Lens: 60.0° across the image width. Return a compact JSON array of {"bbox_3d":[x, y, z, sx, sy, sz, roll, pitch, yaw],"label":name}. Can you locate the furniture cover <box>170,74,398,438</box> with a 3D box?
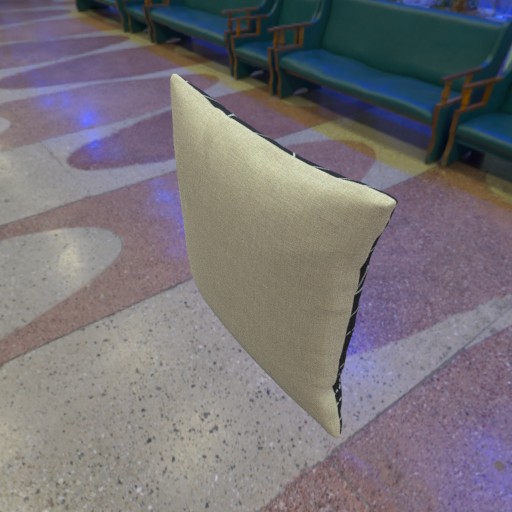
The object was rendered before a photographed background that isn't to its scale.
[{"bbox_3d":[0.000,0.000,0.797,0.158,0.508,0.517,-25,46,-26],"label":"furniture cover"}]
